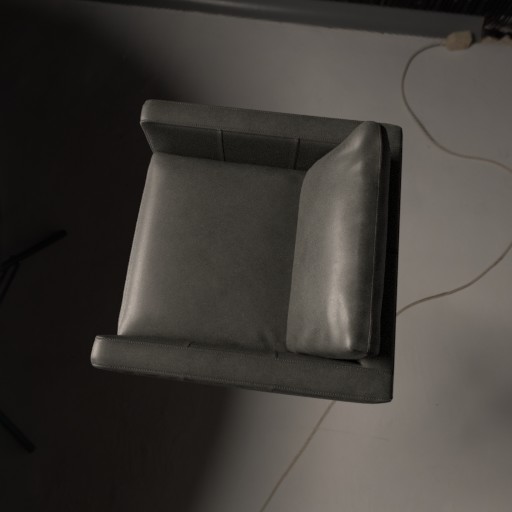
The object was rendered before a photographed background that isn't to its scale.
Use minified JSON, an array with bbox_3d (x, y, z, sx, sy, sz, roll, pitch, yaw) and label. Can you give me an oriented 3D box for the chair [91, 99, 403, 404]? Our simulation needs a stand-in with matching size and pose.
[{"bbox_3d":[0.000,0.000,1.504,0.861,0.824,0.967,7,75,2],"label":"chair"}]
